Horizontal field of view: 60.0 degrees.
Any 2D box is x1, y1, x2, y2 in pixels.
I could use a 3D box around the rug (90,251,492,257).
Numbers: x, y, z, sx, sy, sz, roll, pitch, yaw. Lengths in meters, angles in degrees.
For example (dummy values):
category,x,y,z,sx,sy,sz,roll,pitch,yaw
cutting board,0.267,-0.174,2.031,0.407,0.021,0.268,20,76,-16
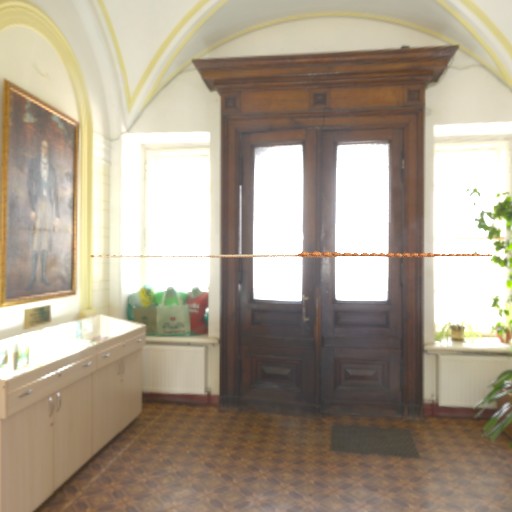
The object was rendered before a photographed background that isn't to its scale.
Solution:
category,x,y,z,sx,sy,sz,roll,pitch,yaw
rug,0.000,0.000,2.534,1.232,0.017,2.092,0,0,-38
